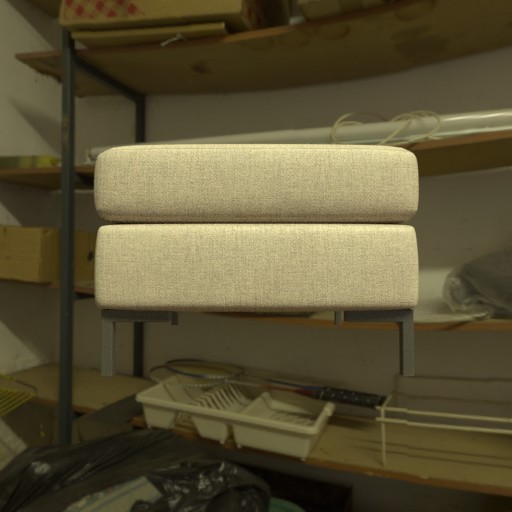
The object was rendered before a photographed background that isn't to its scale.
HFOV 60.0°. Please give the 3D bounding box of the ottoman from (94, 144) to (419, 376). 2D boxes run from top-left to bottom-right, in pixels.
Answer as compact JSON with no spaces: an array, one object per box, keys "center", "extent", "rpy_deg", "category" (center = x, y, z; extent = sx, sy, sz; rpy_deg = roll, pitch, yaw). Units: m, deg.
[{"center":[0.000,0.000,1.262],"extent":[0.671,0.490,0.820],"rpy_deg":[0,-1,0],"category":"ottoman"}]
